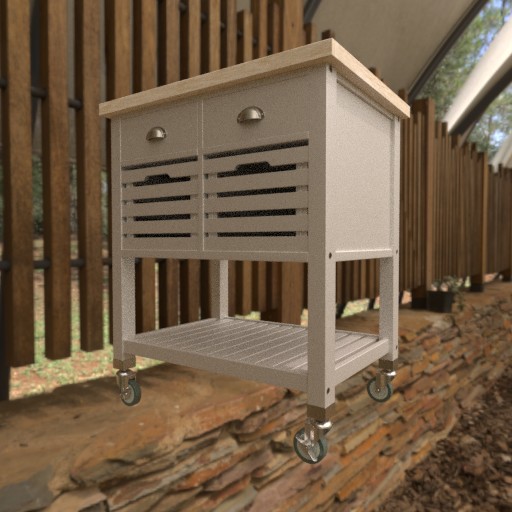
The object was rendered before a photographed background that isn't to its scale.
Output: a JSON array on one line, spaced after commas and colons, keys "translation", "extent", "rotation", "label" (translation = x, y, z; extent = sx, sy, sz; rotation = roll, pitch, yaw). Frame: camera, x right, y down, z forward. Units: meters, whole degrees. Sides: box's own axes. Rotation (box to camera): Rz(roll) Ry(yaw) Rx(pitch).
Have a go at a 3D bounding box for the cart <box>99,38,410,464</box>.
[{"translation": [0.000, 0.000, 1.359], "extent": [0.762, 0.914, 0.559], "rotation": [1, 2, 35], "label": "cart"}]
